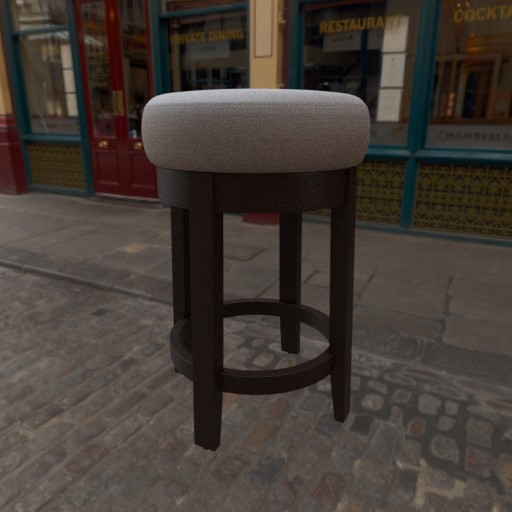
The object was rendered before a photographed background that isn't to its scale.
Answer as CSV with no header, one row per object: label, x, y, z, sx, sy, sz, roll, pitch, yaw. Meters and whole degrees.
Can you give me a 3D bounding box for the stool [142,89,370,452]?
stool,0.000,0.000,0.958,0.443,0.672,0.443,0,17,0
